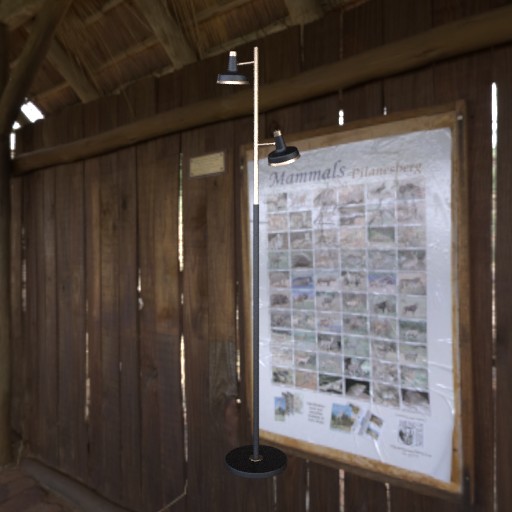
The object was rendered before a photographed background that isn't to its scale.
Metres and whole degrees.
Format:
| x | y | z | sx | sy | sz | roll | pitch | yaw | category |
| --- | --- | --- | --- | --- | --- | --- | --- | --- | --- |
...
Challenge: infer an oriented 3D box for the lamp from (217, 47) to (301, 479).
| x | y | z | sx | sy | sz | roll | pitch | yaw | category |
| --- | --- | --- | --- | --- | --- | --- | --- | --- | --- |
| 0.000 | 0.000 | 1.786 | 0.351 | 1.674 | 0.253 | 0 | 0 | 18 | lamp |
